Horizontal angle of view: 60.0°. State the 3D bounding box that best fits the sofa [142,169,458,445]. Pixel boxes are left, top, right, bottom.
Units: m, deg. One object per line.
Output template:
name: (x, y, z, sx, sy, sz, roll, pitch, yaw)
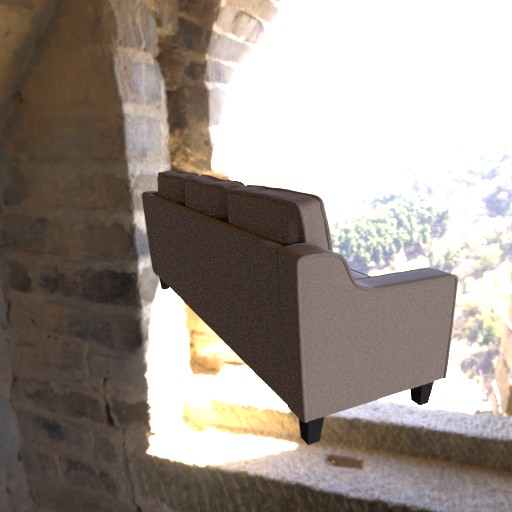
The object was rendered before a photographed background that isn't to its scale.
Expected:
sofa: (0.000, 0.000, 2.529, 0.791, 0.902, 2.131, -7, 16, -26)
